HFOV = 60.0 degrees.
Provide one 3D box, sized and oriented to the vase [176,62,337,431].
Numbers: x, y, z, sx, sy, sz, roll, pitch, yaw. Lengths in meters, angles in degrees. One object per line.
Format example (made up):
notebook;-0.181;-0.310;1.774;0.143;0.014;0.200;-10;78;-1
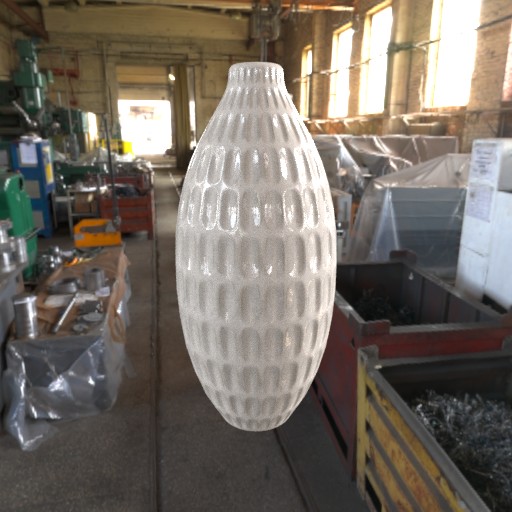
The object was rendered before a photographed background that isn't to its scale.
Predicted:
vase;0.000;0.000;0.354;0.127;0.282;0.127;0;15;0
